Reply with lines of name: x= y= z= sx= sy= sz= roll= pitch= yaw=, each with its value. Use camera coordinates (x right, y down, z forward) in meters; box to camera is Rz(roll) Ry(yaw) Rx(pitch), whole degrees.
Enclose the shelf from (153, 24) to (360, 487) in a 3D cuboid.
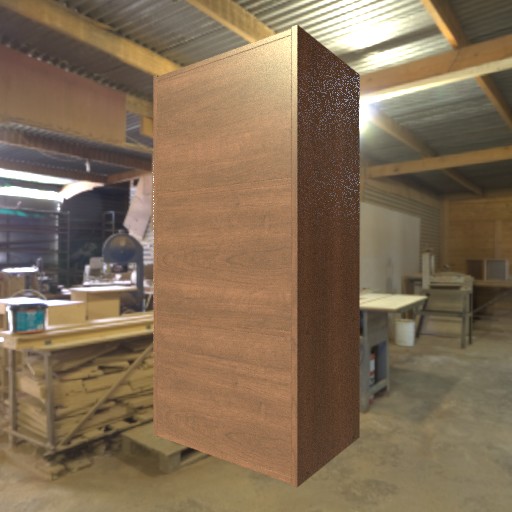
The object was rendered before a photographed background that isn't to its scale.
shelf: x=0.000 y=0.000 z=1.080 sx=0.414 sy=0.879 sz=0.290 roll=0 pitch=0 yaw=37
